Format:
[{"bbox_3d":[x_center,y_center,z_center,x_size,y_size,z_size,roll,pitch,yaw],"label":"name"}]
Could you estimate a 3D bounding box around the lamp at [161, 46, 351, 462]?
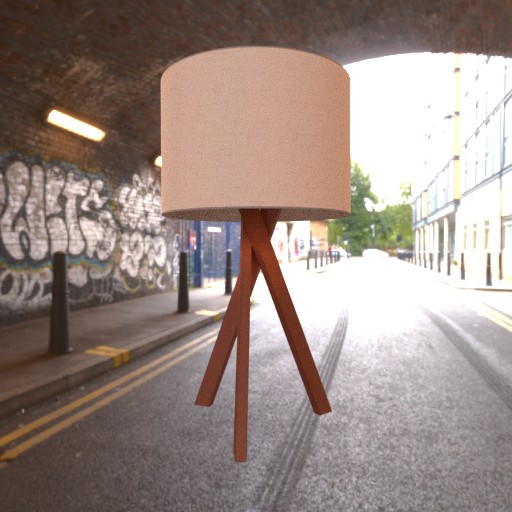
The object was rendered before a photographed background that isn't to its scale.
[{"bbox_3d":[0.000,0.000,0.911,0.380,0.686,0.380,-1,1,-36],"label":"lamp"}]
